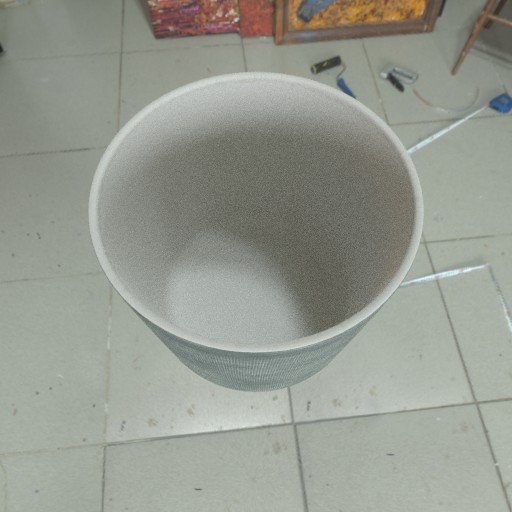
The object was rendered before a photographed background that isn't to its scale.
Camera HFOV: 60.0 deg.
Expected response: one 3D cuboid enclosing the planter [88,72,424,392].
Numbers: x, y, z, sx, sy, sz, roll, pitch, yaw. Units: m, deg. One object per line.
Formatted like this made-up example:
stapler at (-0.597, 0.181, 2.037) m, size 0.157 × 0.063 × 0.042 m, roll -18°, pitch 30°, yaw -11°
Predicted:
planter at (0.000, 0.000, 0.764) m, size 0.440 × 0.398 × 0.440 m, roll 0°, pitch 63°, yaw 0°
